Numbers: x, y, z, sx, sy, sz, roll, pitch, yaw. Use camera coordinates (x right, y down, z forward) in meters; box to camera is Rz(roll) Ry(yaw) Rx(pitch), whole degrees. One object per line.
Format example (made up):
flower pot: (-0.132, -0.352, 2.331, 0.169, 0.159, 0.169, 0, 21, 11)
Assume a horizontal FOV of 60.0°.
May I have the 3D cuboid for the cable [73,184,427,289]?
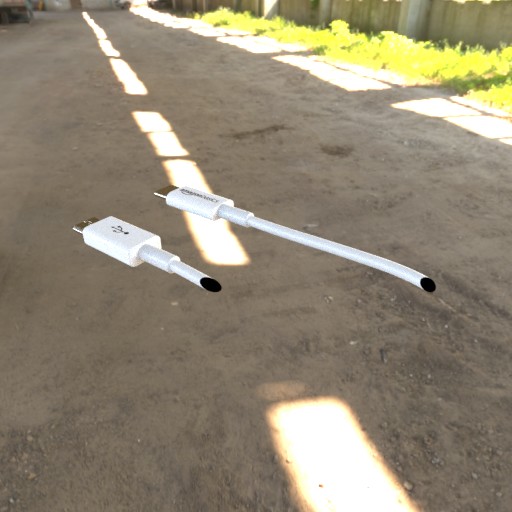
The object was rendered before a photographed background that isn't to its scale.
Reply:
cable: (0.000, 0.000, 0.111, 0.098, 0.006, 0.040, 21, 37, 31)
